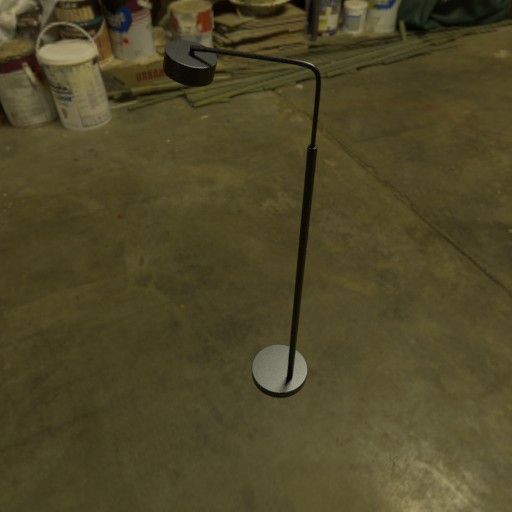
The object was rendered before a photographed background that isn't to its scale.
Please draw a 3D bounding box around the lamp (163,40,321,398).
[{"bbox_3d":[0.000,0.000,1.373,0.418,1.230,0.219,15,46,15],"label":"lamp"}]
